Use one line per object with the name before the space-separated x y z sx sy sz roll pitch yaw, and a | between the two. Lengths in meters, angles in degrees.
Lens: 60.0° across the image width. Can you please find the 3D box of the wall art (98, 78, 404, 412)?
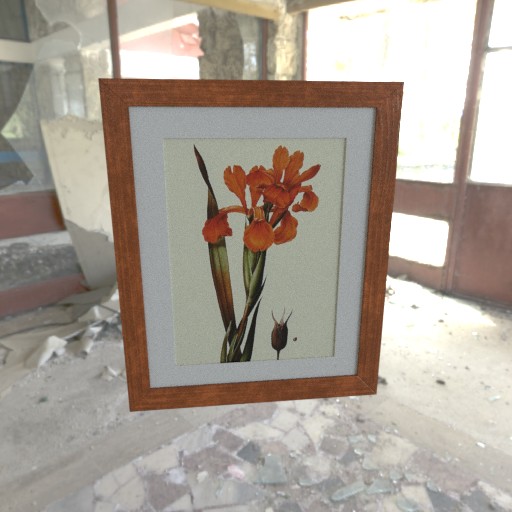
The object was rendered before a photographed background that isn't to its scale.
wall art | 0.000 0.000 0.769 0.467 0.567 0.033 -2 17 -6
